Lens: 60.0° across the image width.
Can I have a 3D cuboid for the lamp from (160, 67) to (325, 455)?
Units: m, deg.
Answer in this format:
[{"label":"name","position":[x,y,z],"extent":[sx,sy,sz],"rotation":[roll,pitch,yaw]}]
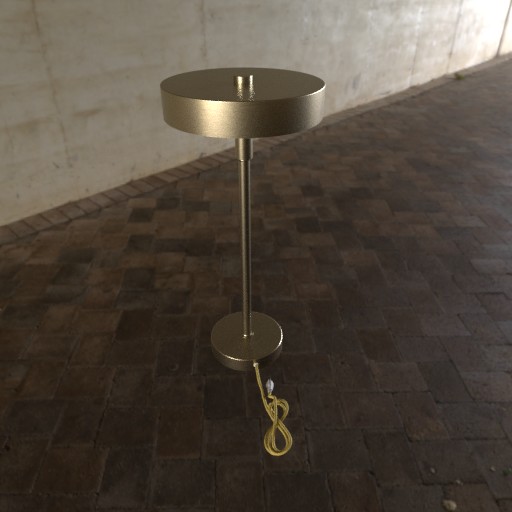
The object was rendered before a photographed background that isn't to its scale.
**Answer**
[{"label":"lamp","position":[0.000,0.000,0.693],"extent":[0.229,0.508,0.369],"rotation":[-8,33,-13]}]
